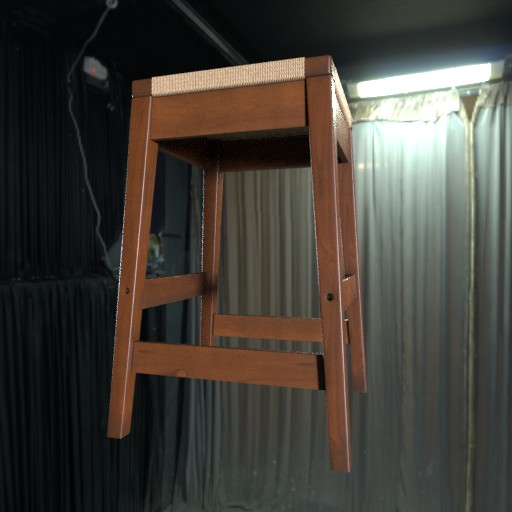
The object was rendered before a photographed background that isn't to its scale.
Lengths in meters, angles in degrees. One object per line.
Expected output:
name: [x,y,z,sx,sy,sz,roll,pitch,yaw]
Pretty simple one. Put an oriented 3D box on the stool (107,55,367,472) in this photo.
stool: [0.000,0.000,1.096,0.507,0.762,0.497,0,1,17]
